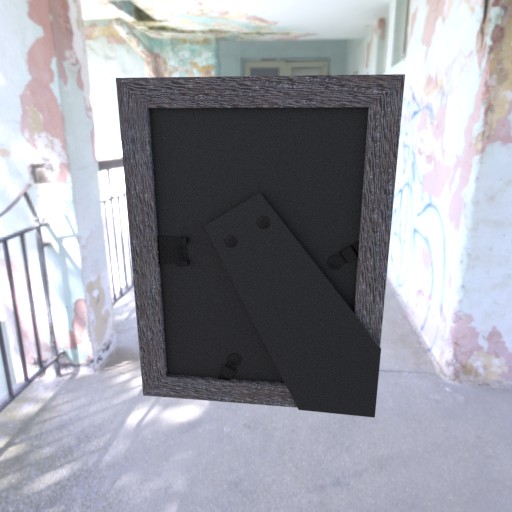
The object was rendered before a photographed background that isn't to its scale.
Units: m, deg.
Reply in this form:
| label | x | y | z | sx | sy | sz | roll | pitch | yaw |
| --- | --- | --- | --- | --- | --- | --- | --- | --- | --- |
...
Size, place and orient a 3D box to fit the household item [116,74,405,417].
| label | x | y | z | sx | sy | sz | roll | pitch | yaw |
| --- | --- | --- | --- | --- | --- | --- | --- | --- | --- |
| household item | 0.000 | 0.000 | 0.280 | 0.160 | 0.210 | 0.020 | 2 | 17 | 7 |
